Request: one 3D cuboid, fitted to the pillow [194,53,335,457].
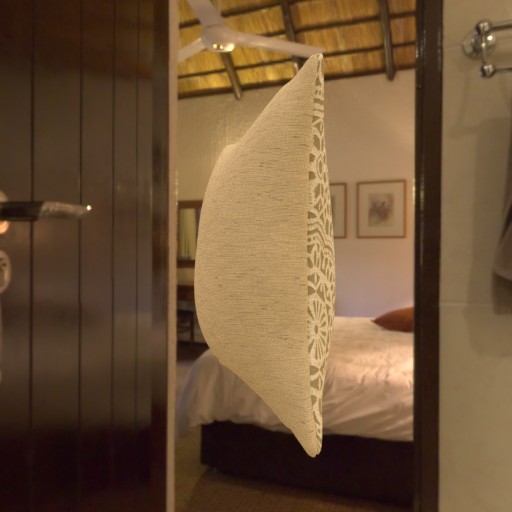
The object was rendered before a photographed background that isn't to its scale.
[{"bbox_3d":[0.000,0.000,0.662,0.167,0.421,0.438,0,0,-17],"label":"pillow"}]
